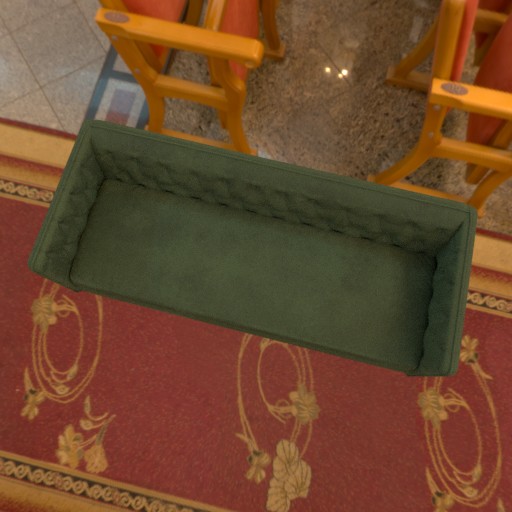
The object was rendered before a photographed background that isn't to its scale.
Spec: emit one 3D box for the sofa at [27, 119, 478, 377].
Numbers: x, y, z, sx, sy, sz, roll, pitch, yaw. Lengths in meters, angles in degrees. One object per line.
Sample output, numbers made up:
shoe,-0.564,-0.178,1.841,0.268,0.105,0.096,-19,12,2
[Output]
sofa,0.000,0.000,2.606,2.209,0.771,0.895,14,75,4
